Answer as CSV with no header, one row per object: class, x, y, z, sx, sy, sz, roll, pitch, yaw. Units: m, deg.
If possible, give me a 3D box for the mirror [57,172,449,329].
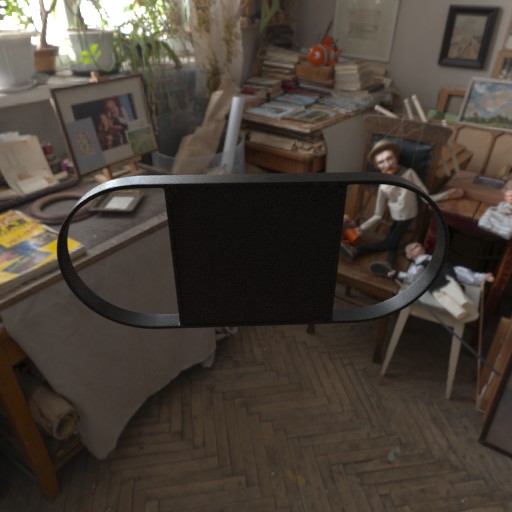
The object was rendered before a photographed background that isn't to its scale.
mirror,0.000,0.000,0.679,0.584,0.254,0.032,-1,32,-2
